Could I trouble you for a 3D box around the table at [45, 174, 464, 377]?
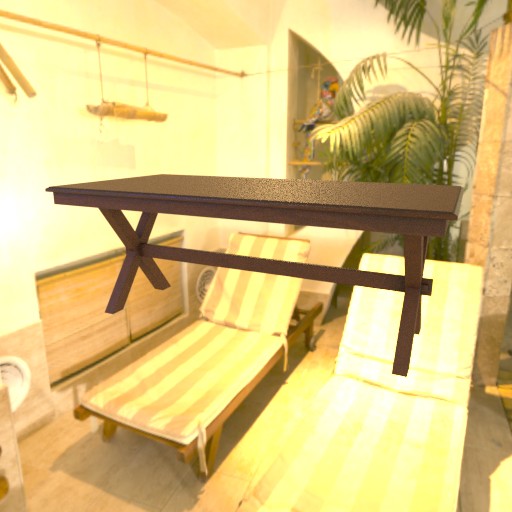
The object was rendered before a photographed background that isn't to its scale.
[{"bbox_3d":[0.000,0.000,1.470,1.197,0.459,0.594,7,16,25],"label":"table"}]
